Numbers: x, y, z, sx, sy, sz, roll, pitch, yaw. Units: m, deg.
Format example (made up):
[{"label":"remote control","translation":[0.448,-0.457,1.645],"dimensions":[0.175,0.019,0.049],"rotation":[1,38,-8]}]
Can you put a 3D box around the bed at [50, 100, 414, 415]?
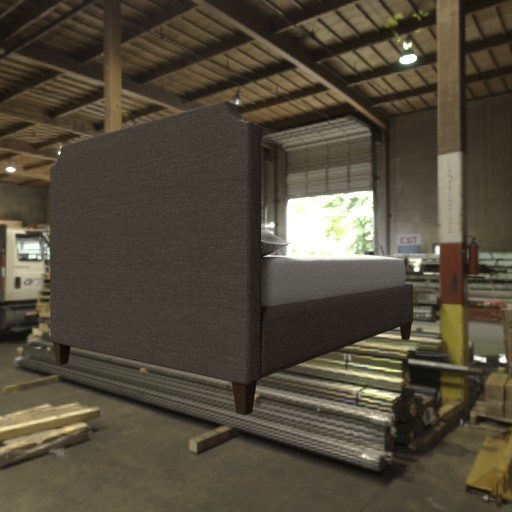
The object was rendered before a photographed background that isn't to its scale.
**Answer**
[{"label":"bed","translation":[0.000,0.000,3.436],"dimensions":[1.713,1.457,2.381],"rotation":[0,0,37]}]
